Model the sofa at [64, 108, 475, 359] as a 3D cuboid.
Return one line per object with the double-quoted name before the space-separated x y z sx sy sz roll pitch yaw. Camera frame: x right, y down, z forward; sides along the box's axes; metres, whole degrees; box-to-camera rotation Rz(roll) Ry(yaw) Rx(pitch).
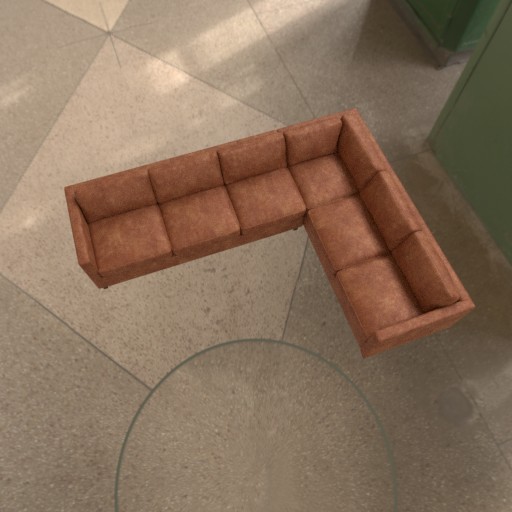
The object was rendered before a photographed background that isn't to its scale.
"sofa" 0.000 0.000 4.306 3.167 0.838 2.438 -17 65 -8
